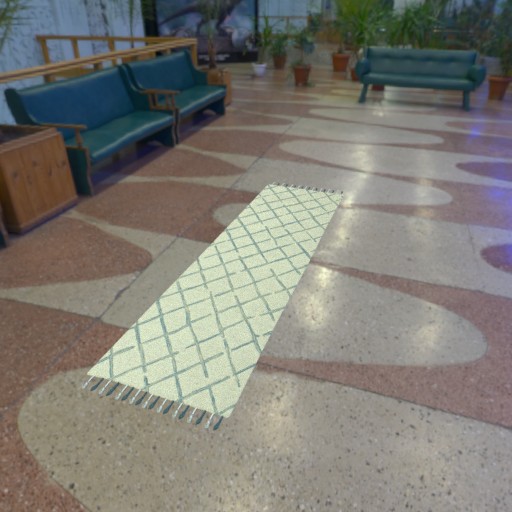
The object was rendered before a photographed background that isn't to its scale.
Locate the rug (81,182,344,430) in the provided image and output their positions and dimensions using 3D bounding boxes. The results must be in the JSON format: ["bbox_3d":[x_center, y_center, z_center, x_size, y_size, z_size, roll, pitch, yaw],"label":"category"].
[{"bbox_3d":[0.000,0.000,2.584,0.620,0.008,2.372,10,32,17],"label":"rug"}]
